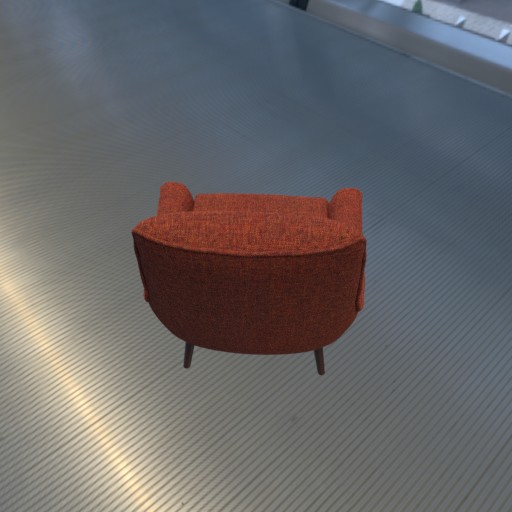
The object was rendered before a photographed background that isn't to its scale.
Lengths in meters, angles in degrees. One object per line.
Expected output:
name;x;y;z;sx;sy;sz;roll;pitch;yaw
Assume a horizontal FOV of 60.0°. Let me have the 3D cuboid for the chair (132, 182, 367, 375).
chair;0.000;0.000;1.540;0.803;0.911;0.784;2;47;2
